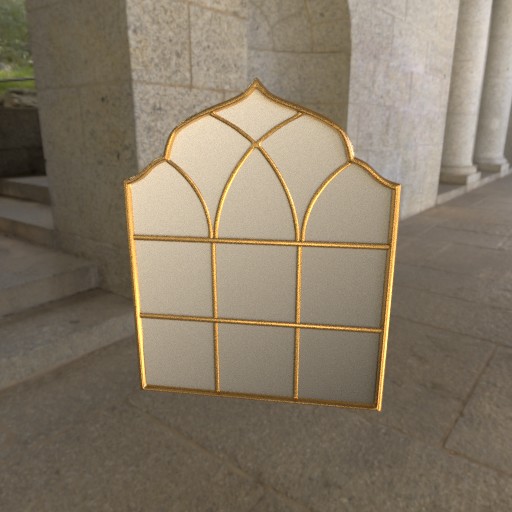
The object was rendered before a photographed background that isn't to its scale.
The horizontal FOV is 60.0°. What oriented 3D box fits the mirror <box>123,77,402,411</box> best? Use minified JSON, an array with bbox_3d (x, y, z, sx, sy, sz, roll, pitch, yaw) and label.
[{"bbox_3d":[0.000,0.000,0.844,0.513,0.635,0.018,2,17,8],"label":"mirror"}]
